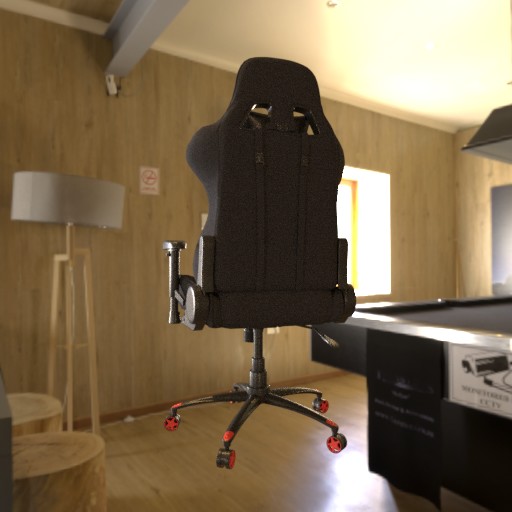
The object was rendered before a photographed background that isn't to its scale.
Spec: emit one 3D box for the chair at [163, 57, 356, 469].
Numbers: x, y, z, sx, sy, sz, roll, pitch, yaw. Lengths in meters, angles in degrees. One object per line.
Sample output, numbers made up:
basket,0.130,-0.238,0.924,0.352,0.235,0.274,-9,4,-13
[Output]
chair,0.000,0.000,1.728,0.695,1.326,0.658,0,0,-18
